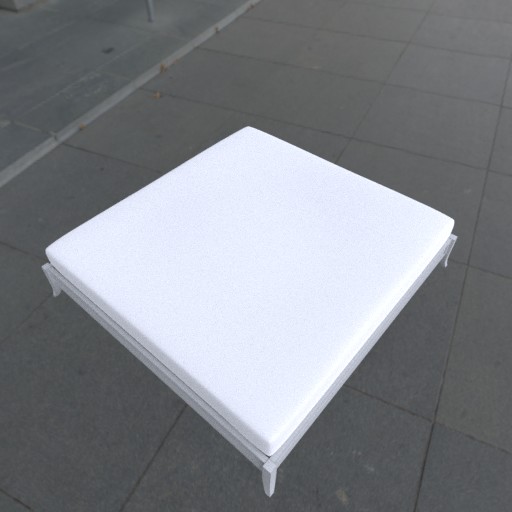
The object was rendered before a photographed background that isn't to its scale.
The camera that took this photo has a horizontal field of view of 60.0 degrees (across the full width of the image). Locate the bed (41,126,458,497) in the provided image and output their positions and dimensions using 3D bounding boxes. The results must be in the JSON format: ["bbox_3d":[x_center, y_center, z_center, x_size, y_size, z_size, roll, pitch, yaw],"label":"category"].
[{"bbox_3d":[0.000,0.000,3.074,2.007,0.510,2.108,32,55,26],"label":"bed"}]
